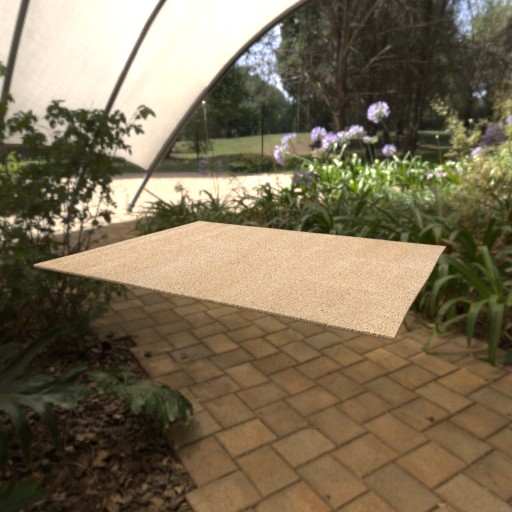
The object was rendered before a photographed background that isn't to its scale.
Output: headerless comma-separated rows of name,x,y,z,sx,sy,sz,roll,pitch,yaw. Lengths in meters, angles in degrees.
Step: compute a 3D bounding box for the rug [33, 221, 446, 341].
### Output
rug,0.000,0.000,4.087,3.000,0.025,2.400,8,17,28
